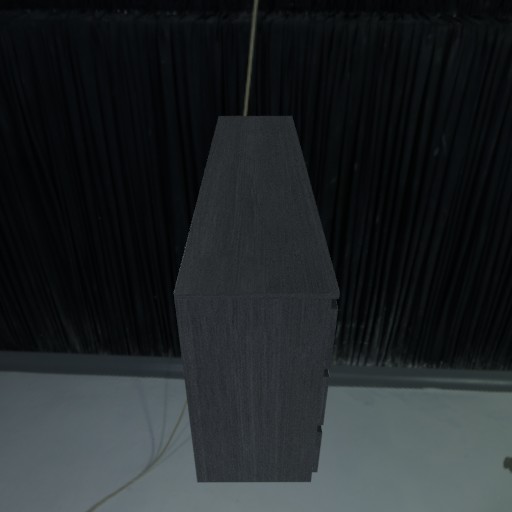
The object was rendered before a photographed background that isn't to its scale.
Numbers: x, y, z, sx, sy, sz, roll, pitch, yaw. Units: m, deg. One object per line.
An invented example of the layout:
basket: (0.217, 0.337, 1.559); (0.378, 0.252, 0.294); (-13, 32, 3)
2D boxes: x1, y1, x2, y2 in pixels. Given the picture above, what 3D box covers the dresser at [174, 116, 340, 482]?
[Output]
dresser: (0.000, 0.000, 1.949); (0.400, 0.795, 1.590); (0, 32, 0)
